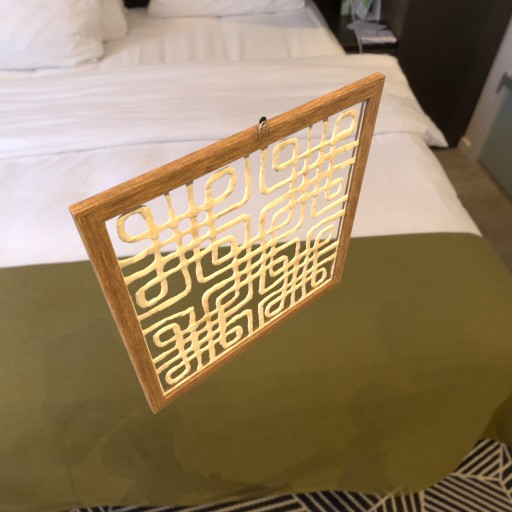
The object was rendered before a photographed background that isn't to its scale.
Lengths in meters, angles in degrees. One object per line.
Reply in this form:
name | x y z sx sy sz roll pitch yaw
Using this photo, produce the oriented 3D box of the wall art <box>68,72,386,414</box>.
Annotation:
wall art | 0.000 0.000 0.839 0.561 0.582 0.021 -31 54 -25
